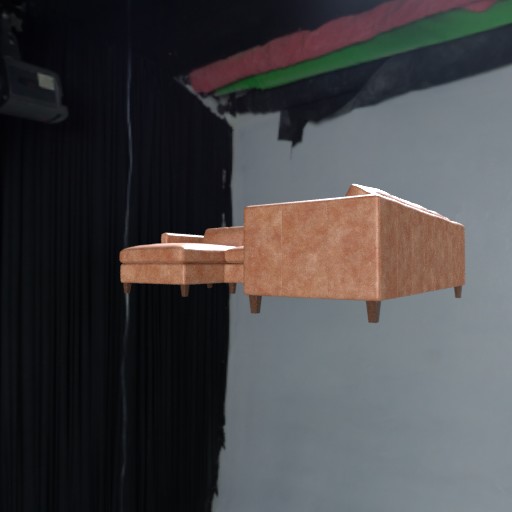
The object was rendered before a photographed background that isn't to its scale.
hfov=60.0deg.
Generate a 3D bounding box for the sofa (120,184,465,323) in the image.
[{"bbox_3d":[0.000,0.000,4.416,3.401,0.832,2.430,-1,-1,35],"label":"sofa"}]
